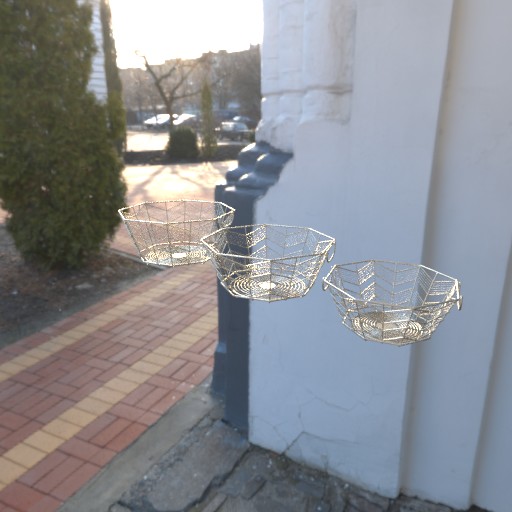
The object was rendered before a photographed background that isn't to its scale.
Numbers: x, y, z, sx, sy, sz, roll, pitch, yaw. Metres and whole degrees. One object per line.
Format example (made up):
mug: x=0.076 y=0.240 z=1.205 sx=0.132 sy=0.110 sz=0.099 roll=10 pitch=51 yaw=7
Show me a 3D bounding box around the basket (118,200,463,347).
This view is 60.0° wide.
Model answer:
basket: x=0.000 y=0.000 z=1.389 sx=1.246 sy=0.178 sz=0.432 roll=16 pitch=23 yaw=42
